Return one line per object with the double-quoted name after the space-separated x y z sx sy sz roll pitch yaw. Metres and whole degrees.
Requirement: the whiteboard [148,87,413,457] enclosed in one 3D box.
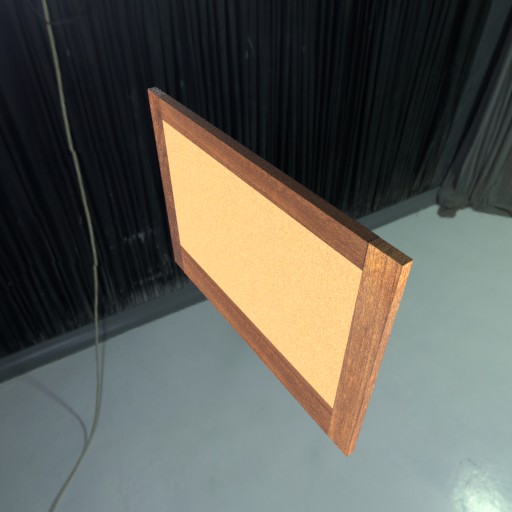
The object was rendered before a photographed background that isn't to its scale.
0.000 0.000 1.032 0.083 0.559 0.783 -25 47 -26 "whiteboard"
